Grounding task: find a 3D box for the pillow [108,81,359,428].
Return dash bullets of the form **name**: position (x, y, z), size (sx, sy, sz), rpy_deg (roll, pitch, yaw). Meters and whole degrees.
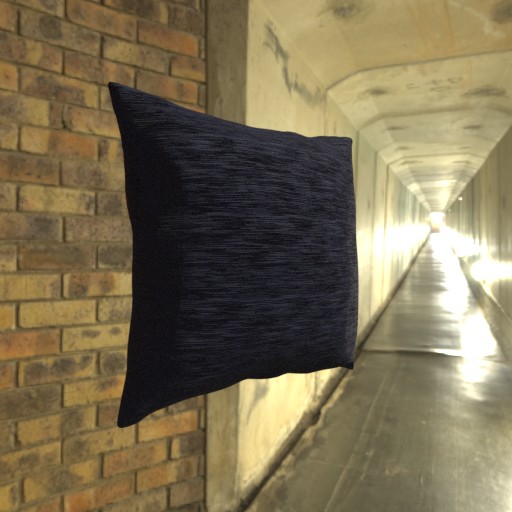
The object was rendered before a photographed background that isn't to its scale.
- **pillow**: position (0.000, 0.000, 0.684), size (0.452, 0.439, 0.204), rpy_deg (0, 0, -36)
